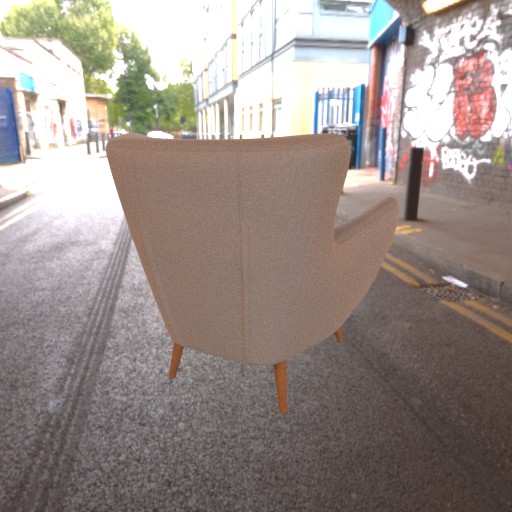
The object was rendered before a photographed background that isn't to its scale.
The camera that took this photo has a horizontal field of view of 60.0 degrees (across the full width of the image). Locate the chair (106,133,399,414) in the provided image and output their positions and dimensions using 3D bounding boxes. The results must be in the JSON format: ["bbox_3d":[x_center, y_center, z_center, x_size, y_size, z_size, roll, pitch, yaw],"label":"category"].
[{"bbox_3d":[0.000,0.000,1.660,0.890,0.889,0.889,8,18,26],"label":"chair"}]
